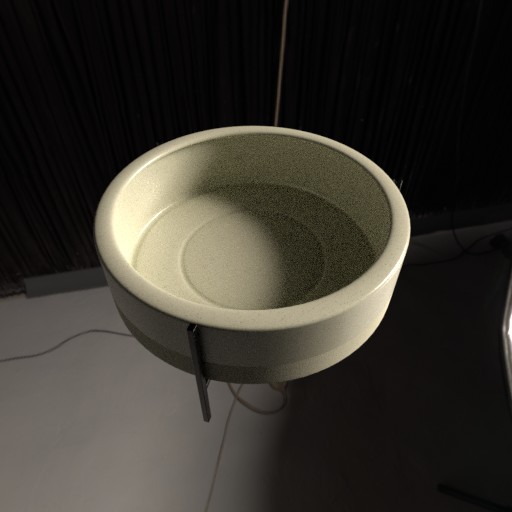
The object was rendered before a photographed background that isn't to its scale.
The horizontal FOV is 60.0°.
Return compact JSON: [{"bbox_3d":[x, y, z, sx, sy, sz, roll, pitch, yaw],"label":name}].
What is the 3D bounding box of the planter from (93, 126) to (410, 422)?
[{"bbox_3d":[0.000,0.000,0.541,0.345,0.171,0.336,-10,46,-10],"label":"planter"}]
